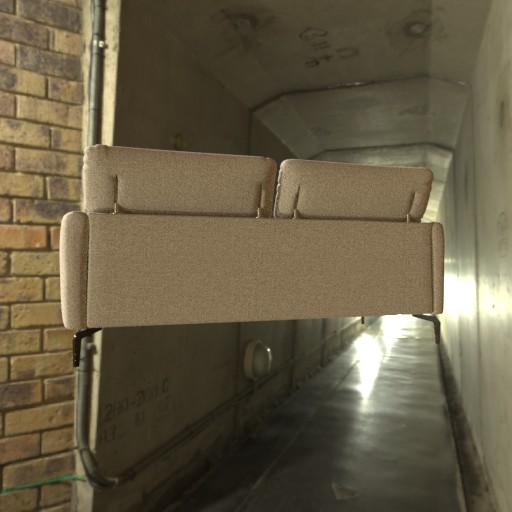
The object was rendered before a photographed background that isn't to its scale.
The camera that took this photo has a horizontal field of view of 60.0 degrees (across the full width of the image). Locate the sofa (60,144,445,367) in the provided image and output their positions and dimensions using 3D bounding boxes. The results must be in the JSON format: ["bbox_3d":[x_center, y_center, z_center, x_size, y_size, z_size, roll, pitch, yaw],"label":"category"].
[{"bbox_3d":[0.000,0.000,2.526,2.015,0.956,0.856,0,-1,-17],"label":"sofa"}]
